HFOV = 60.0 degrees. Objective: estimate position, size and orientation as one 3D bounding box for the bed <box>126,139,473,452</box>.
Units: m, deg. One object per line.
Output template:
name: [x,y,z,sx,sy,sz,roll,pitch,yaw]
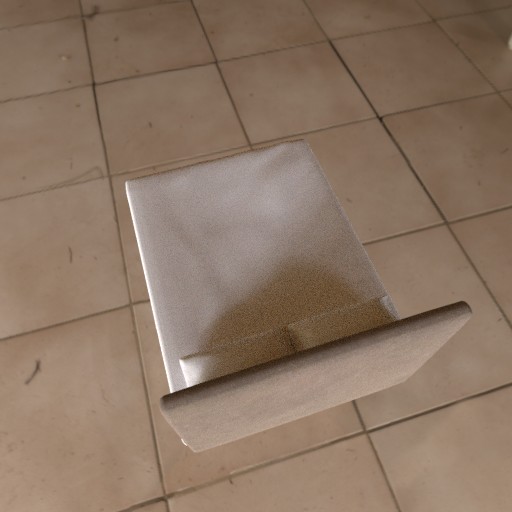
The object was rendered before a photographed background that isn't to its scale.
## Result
bed: [0.000,0.000,3.215,1.723,1.330,2.142,-15,60,-9]
